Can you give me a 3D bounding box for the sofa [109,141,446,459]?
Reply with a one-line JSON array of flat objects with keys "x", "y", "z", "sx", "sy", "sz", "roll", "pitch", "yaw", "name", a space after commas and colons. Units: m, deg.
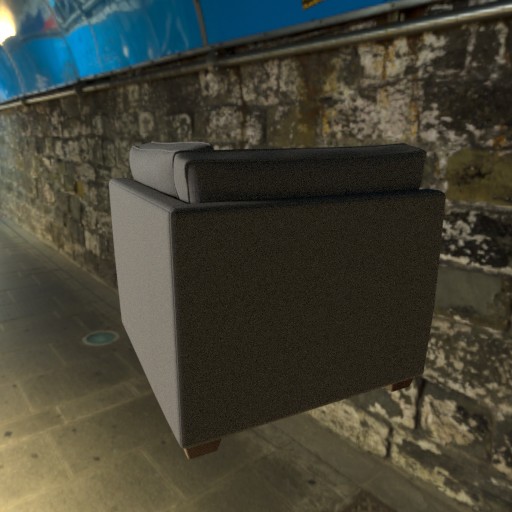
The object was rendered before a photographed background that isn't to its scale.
[{"x": 0.000, "y": 0.000, "z": 1.996, "sx": 1.084, "sy": 1.002, "sz": 1.146, "roll": -7, "pitch": 17, "yaw": -25, "name": "sofa"}]
